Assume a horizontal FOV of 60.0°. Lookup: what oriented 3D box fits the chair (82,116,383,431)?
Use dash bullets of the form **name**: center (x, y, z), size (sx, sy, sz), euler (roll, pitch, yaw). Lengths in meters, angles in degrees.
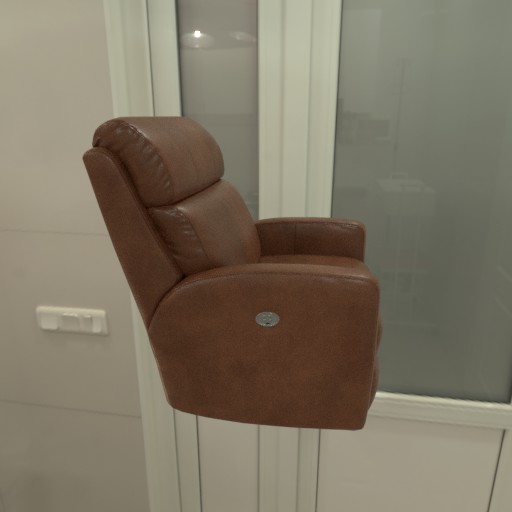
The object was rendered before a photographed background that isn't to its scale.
- **chair**: center (0.000, 0.000, 1.692), size (0.939, 1.016, 0.787), euler (3, 18, 9)
